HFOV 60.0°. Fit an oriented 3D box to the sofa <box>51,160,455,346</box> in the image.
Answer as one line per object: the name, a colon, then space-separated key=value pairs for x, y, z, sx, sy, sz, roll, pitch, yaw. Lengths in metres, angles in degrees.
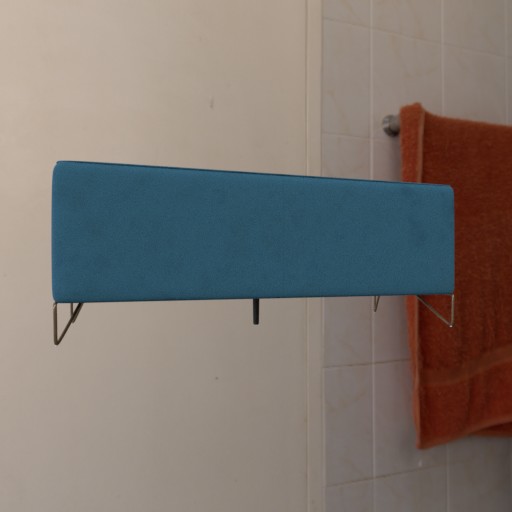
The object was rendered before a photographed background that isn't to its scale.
sofa: x=0.000 y=0.000 z=2.552 sx=2.087 sy=0.789 sz=0.867 roll=0 pitch=-1 yaw=-17
